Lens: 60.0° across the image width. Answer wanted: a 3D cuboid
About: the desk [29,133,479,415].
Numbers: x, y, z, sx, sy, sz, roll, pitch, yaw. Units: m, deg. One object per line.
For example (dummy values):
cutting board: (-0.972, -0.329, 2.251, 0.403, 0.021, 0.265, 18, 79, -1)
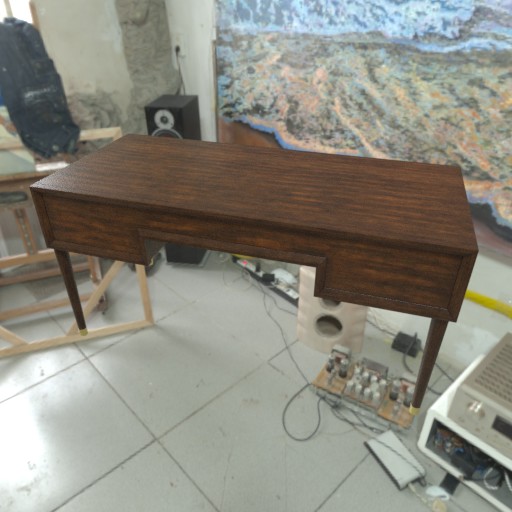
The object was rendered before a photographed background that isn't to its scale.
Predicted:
desk: (0.000, 0.000, 1.974, 1.575, 0.762, 0.724, 9, 33, 15)
